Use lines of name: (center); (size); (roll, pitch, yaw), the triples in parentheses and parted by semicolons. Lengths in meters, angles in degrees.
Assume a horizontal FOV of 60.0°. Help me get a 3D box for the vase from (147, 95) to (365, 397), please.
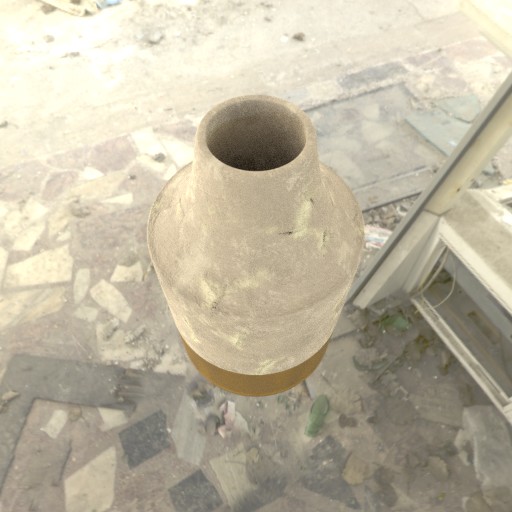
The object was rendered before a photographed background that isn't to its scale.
vase: (0.000, 0.000, 0.420); (0.184, 0.305, 0.184); (0, 58, 0)
